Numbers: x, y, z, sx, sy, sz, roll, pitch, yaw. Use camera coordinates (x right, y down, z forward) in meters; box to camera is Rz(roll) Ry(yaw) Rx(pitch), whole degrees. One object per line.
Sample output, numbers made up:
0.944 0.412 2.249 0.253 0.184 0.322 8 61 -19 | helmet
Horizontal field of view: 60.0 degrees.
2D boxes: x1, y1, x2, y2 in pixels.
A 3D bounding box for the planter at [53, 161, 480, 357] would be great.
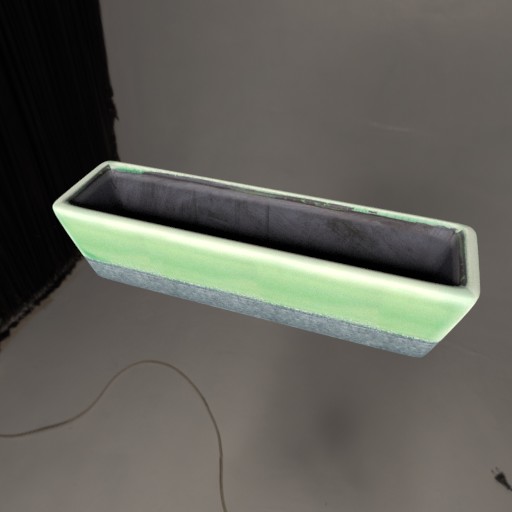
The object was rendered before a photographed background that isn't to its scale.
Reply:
0.000 0.000 0.315 0.275 0.072 0.072 12 42 14 | planter
